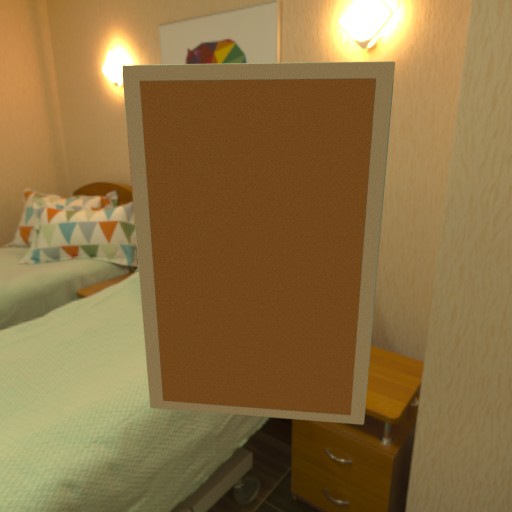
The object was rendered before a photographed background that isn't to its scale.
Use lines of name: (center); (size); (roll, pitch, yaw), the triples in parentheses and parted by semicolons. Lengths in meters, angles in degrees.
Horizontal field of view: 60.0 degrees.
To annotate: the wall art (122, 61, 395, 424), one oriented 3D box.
wall art: (0.000, 0.000, 0.478); (0.251, 0.380, 0.039); (2, 18, 7)
